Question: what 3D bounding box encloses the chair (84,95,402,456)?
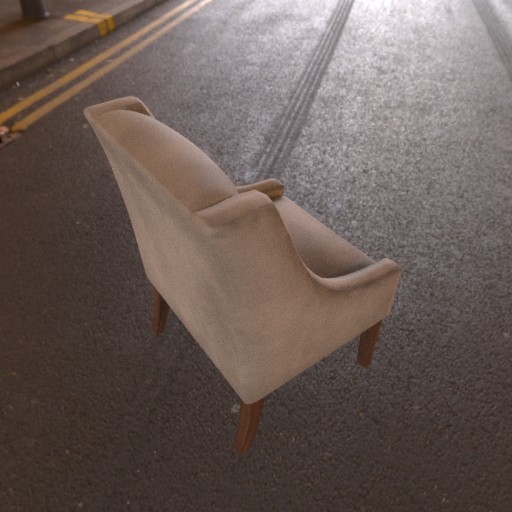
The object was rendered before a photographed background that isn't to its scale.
[{"bbox_3d":[0.000,0.000,1.336,0.629,0.895,0.629,-26,48,-26],"label":"chair"}]
